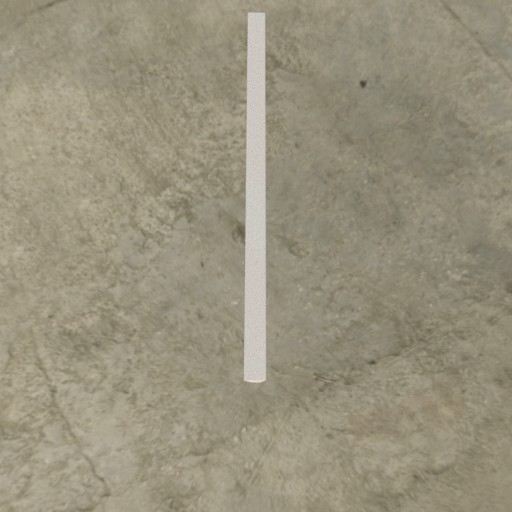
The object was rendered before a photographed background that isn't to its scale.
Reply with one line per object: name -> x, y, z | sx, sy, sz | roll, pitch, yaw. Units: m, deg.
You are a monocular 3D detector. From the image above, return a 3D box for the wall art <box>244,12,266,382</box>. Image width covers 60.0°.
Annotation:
wall art -> 0.000, 0.000, 1.399 | 0.038, 1.143, 0.764 | 0, 74, 0
